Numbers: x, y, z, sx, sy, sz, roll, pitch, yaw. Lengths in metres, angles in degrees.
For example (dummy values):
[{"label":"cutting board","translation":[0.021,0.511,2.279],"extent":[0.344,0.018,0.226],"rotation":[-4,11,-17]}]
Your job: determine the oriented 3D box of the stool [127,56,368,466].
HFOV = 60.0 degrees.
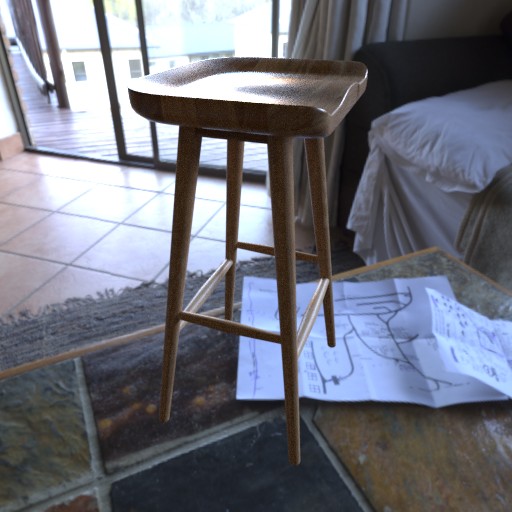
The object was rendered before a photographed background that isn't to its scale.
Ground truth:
[{"label":"stool","translation":[0.000,0.000,0.907],"extent":[0.322,0.698,0.407],"rotation":[11,33,17]}]
